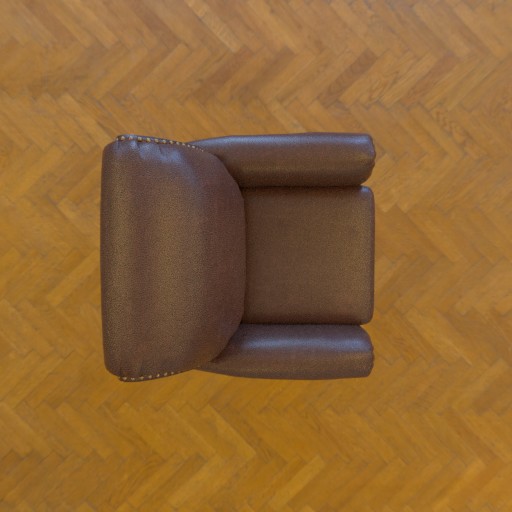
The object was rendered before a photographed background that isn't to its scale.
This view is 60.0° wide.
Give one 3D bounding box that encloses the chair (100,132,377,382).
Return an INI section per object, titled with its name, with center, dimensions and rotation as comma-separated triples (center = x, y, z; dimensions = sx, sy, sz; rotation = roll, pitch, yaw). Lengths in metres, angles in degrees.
[chair]
center = 0.000, 0.000, 1.638
dimensions = 0.890, 0.927, 0.854
rotation = 0, 92, -1
